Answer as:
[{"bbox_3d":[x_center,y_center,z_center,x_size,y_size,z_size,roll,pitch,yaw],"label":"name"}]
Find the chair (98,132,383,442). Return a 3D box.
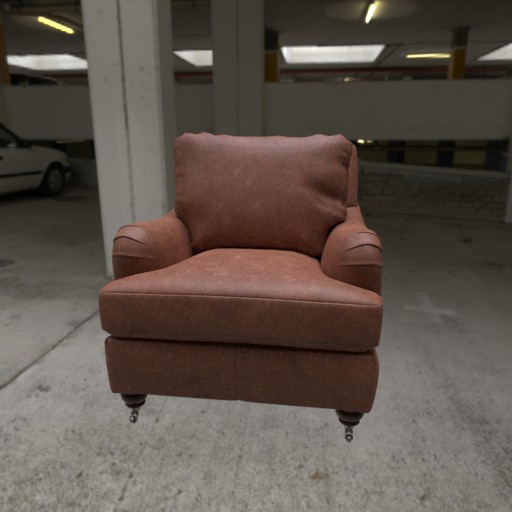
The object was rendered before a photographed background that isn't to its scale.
[{"bbox_3d":[0.000,0.000,1.959,0.986,1.055,1.158,2,16,7],"label":"chair"}]
